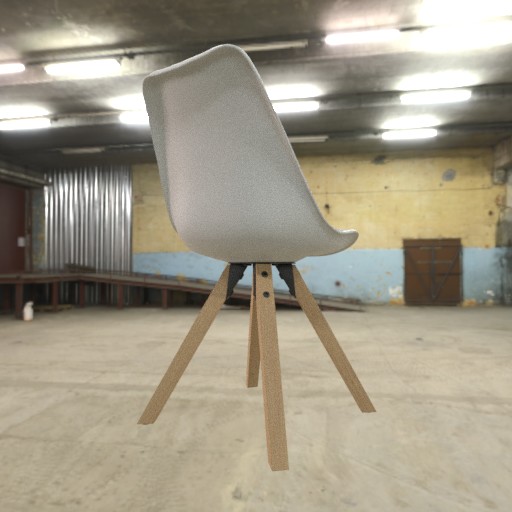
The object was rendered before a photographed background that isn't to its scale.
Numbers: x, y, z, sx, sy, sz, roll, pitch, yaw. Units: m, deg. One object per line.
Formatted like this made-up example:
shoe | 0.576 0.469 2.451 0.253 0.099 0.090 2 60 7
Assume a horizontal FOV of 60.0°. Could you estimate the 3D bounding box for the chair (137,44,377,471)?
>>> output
chair | 0.000 0.000 1.159 0.485 0.850 0.550 -1 -2 38
